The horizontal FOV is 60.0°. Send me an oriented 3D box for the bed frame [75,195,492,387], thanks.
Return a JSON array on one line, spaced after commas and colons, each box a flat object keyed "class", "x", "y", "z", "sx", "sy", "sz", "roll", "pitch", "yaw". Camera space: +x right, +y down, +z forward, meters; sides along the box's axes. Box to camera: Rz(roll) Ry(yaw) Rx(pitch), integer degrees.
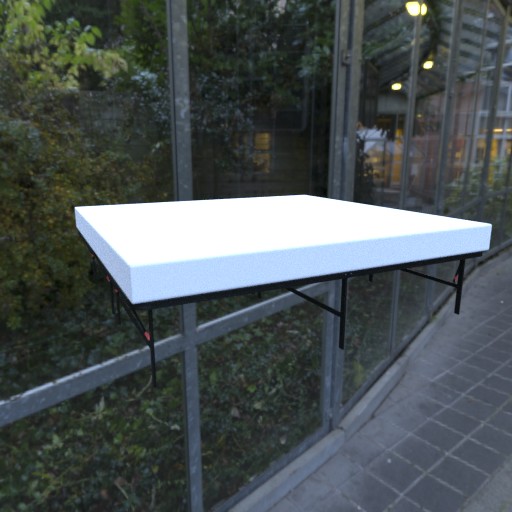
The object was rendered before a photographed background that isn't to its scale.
[{"class": "bed frame", "x": 0.000, "y": 0.000, "z": 2.968, "sx": 2.032, "sy": 0.559, "sz": 1.930, "roll": -7, "pitch": 15, "yaw": -26}]
